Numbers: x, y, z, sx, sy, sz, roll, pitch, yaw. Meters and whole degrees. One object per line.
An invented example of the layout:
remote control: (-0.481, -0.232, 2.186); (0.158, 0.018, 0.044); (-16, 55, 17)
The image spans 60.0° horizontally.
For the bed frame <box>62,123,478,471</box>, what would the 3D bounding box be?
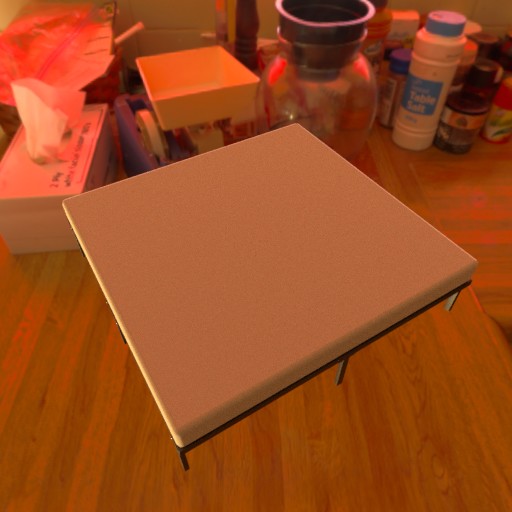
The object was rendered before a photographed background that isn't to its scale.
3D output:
bed frame: (0.000, 0.000, 3.979); (2.635, 0.680, 2.526); (-24, 51, -21)
